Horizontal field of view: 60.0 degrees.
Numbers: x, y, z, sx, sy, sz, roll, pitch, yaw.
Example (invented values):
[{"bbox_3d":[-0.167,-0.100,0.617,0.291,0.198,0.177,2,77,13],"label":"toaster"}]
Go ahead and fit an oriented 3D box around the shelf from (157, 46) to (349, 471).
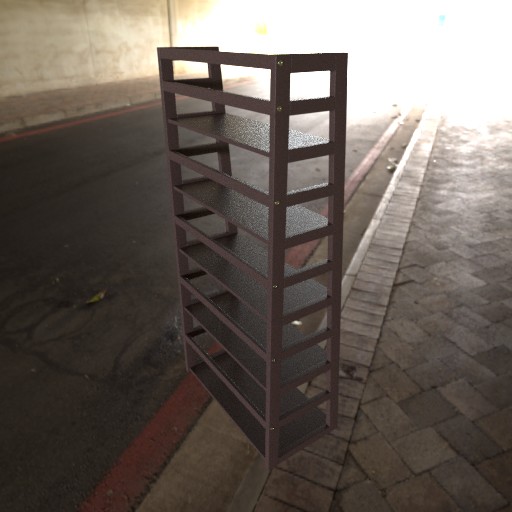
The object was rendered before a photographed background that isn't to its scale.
[{"bbox_3d":[0.000,0.000,1.889,0.403,1.600,0.763,-17,32,-31],"label":"shelf"}]
